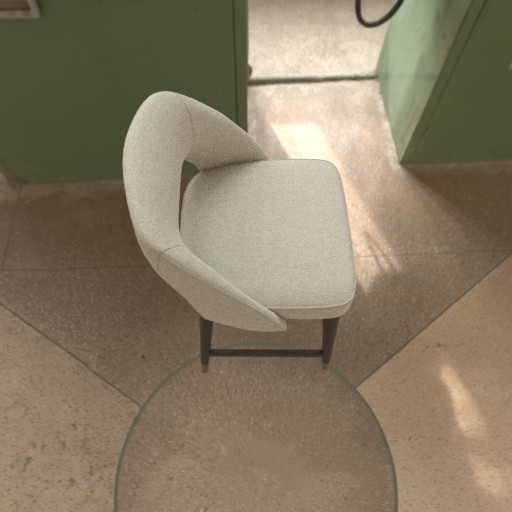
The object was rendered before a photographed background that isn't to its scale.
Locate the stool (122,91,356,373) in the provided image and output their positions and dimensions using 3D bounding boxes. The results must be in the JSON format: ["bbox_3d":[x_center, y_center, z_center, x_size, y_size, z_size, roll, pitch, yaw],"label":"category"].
[{"bbox_3d":[0.000,0.000,1.264,0.509,0.940,0.494,-2,63,-1],"label":"stool"}]
